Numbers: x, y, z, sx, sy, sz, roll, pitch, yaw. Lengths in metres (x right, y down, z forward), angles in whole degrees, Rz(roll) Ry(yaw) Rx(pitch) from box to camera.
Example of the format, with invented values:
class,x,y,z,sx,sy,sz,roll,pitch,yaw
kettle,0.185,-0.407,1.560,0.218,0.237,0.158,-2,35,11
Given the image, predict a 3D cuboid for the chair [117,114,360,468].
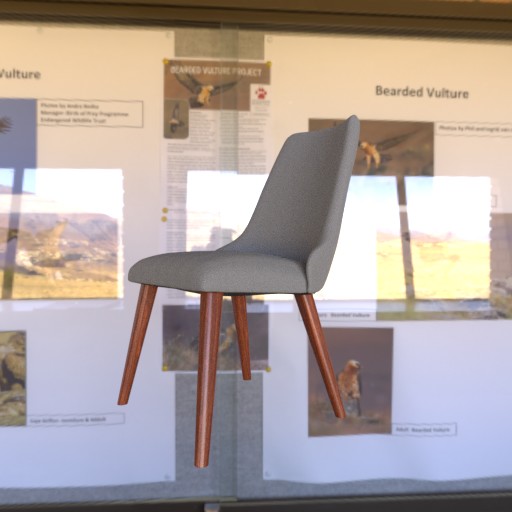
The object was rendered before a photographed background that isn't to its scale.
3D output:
class,x,y,z,sx,sy,sz,roll,pitch,yaw
chair,0.000,0.000,1.377,0.707,0.918,0.535,0,1,-36
